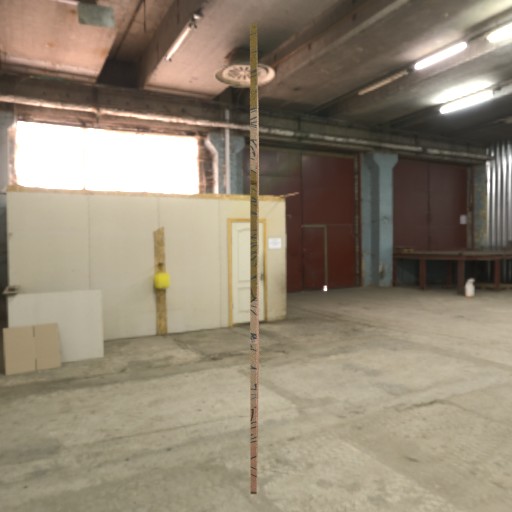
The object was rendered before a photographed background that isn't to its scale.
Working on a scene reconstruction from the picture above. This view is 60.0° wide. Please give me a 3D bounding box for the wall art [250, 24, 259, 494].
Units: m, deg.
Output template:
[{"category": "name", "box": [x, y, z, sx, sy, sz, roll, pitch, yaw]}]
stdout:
[{"category": "wall art", "box": [0.000, 0.000, 1.312, 0.013, 0.913, 0.904, 0, 2, 1]}]
